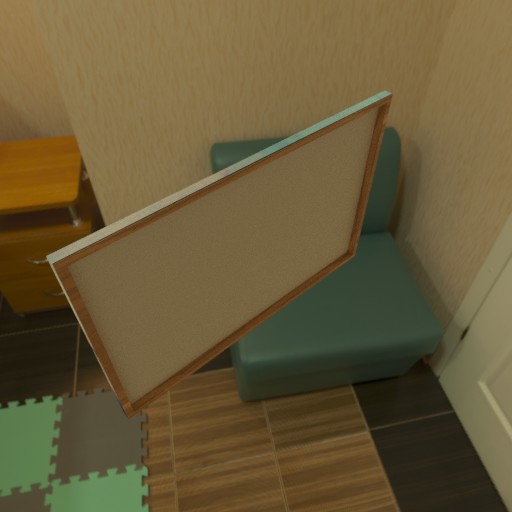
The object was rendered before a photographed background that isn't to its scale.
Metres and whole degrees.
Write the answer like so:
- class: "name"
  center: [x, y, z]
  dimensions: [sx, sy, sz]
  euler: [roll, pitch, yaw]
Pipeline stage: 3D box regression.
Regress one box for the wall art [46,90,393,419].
- class: "wall art"
  center: [0.000, 0.000, 0.771]
  dimensions: [0.604, 0.402, 0.018]
  euler: [-32, 54, -27]
